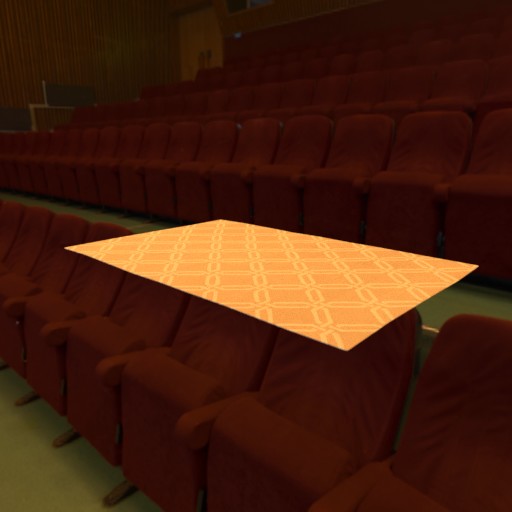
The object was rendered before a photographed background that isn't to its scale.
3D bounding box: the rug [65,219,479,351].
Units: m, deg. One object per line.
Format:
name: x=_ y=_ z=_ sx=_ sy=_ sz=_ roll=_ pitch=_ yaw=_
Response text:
rug: x=0.000 y=0.000 z=2.194 sx=1.745 sy=0.010 sz=1.146 roll=13 pitch=20 yaw=41
